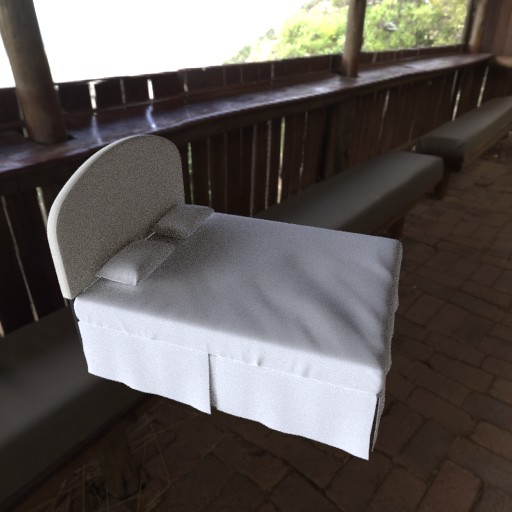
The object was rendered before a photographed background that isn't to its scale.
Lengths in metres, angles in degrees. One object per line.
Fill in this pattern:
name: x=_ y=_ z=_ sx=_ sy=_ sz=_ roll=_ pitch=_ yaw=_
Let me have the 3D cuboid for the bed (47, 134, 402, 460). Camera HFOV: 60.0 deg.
bed: x=0.000 y=0.000 z=3.038 sx=2.005 sy=1.410 sz=1.607 roll=10 pitch=31 yaw=17
